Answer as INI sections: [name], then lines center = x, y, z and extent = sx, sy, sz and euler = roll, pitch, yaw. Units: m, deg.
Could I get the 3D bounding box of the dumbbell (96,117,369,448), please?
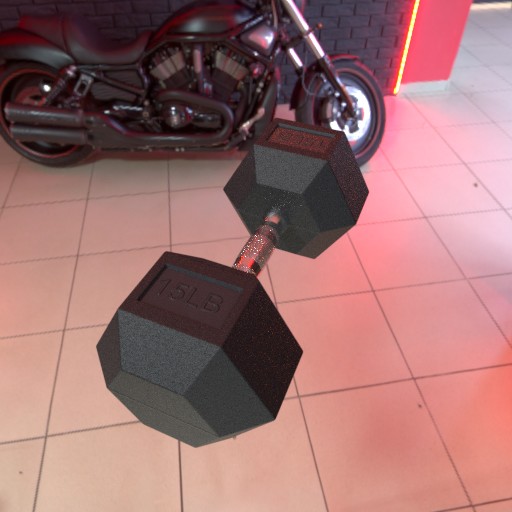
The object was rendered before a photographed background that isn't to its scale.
[dumbbell]
center = 0.000, 0.000, 0.338
extent = 0.122, 0.106, 0.271
euler = 17, 47, 16
